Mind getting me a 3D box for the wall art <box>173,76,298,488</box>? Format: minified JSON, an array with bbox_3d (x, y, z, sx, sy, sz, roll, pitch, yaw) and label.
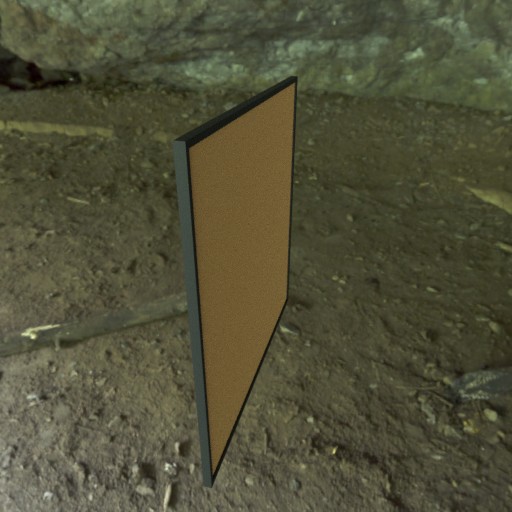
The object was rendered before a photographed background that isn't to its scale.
[{"bbox_3d":[0.000,0.000,0.670,0.013,0.457,0.458,8,30,14],"label":"wall art"}]
